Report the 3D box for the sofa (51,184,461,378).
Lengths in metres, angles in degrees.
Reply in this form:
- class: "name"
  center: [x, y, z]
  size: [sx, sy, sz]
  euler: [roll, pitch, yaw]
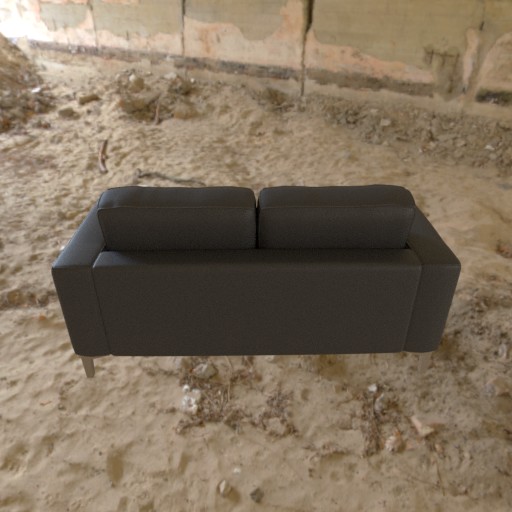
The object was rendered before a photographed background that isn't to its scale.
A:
- class: "sofa"
  center: [0.000, 0.000, 2.246]
  size: [1.726, 0.893, 0.833]
  euler: [-1, 31, -1]
